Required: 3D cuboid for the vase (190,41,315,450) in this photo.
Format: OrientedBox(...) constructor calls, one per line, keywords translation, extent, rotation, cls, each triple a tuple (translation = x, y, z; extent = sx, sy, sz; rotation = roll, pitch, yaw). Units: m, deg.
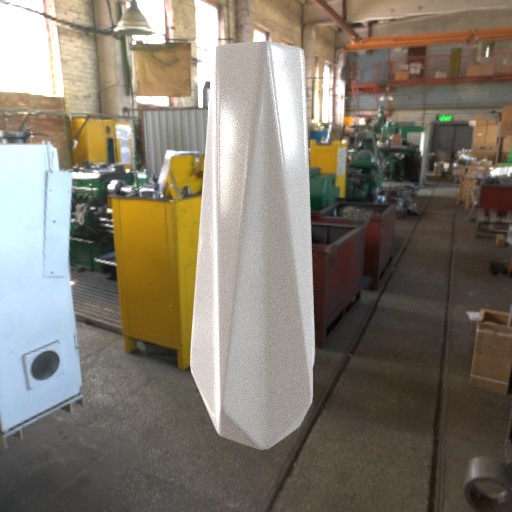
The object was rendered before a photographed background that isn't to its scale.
OrientedBox(translation=(0.000, 0.000, 0.387), extent=(0.122, 0.329, 0.116), rotation=(-2, 15, -9), cls="vase")
